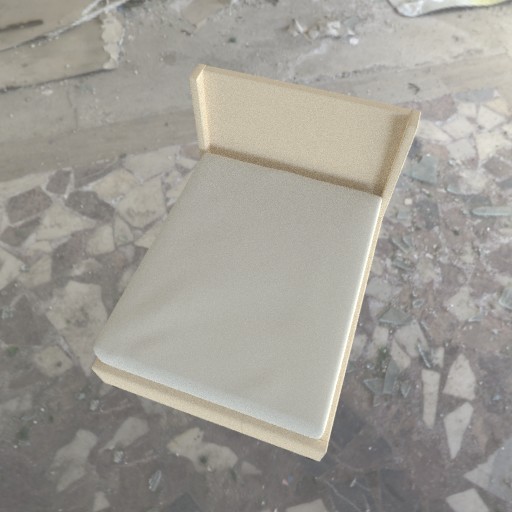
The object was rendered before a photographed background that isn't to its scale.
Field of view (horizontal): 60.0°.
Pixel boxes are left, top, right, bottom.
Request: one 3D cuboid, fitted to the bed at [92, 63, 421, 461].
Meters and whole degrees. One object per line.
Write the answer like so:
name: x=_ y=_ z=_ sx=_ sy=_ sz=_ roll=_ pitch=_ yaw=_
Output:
bed: x=0.000 y=0.000 z=3.410 sx=1.765 sy=1.471 sz=2.280 roll=16 pitch=58 yaw=10
